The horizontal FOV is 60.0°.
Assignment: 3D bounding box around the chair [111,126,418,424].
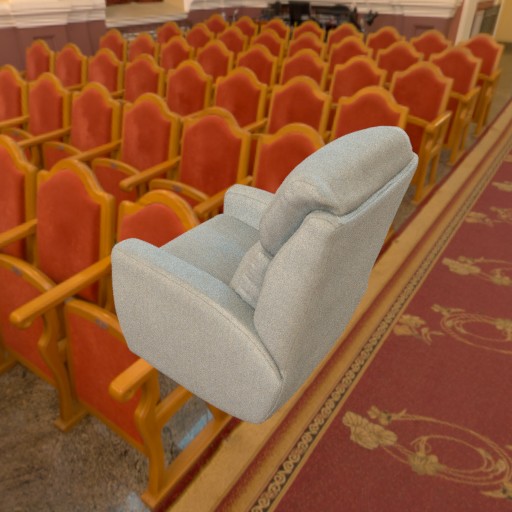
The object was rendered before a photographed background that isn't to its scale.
[{"bbox_3d":[0.000,0.000,1.720,0.940,1.016,0.794,21,38,30],"label":"chair"}]
